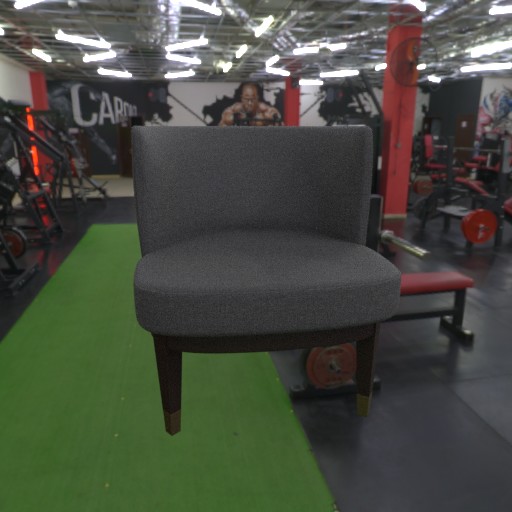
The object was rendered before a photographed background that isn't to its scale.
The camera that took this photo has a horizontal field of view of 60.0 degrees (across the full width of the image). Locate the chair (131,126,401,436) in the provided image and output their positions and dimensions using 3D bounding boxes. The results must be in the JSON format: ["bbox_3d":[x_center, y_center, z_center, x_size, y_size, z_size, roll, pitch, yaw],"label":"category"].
[{"bbox_3d":[0.000,0.000,1.233,0.639,0.695,0.698,-2,16,-8],"label":"chair"}]
